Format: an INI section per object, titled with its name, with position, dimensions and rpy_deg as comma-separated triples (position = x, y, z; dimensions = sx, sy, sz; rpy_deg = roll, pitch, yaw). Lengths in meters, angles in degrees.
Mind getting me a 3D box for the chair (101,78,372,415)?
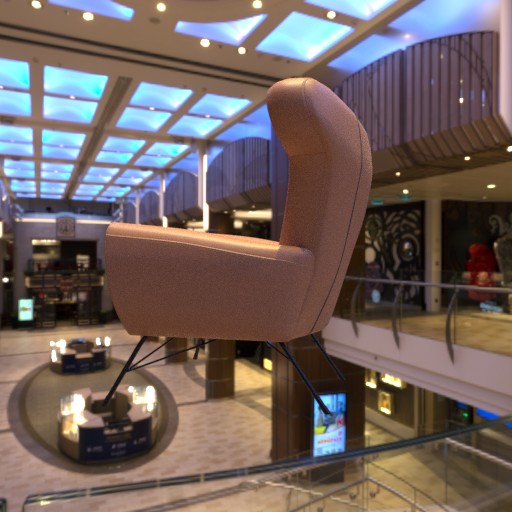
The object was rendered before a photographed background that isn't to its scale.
[chair]
position = 0.000, 0.000, 1.783
dimensions = 0.900, 1.050, 0.980
rpy_deg = 0, 0, 18
